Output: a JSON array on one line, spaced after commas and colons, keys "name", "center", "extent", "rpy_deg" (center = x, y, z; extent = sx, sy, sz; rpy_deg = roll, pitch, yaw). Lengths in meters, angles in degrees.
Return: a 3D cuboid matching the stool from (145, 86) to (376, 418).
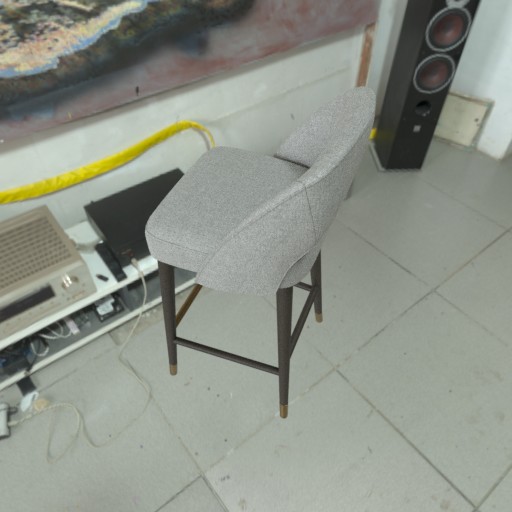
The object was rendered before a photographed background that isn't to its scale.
[{"name": "stool", "center": [0.000, 0.000, 1.332], "extent": [0.509, 1.037, 0.494], "rpy_deg": [17, 49, 15]}]
